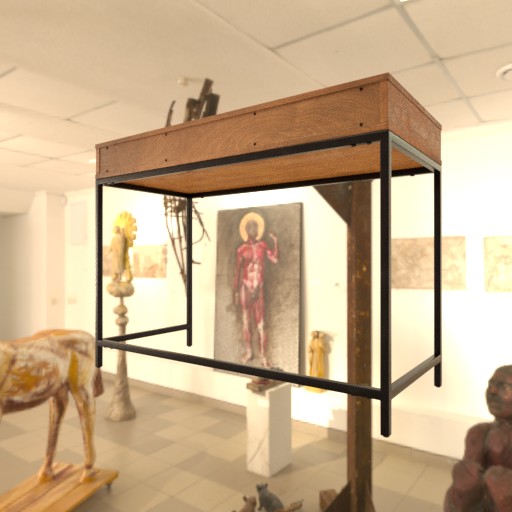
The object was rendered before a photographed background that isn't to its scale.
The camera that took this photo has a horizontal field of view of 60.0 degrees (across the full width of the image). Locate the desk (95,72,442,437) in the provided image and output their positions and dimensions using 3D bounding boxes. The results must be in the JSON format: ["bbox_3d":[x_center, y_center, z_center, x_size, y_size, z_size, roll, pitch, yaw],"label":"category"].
[{"bbox_3d":[0.000,0.000,1.408,1.016,0.762,0.470,0,0,36],"label":"desk"}]
